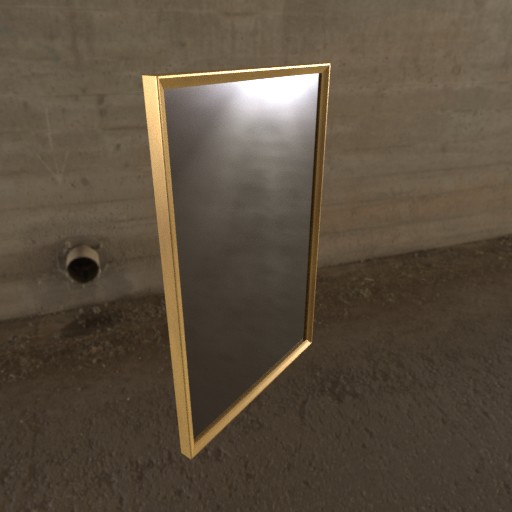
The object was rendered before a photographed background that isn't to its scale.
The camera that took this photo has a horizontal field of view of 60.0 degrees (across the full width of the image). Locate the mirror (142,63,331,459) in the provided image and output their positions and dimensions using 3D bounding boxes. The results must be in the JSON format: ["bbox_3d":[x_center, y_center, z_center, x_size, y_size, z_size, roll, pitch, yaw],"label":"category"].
[{"bbox_3d":[0.000,0.000,1.168,0.041,0.915,0.609,18,31,33],"label":"mirror"}]
